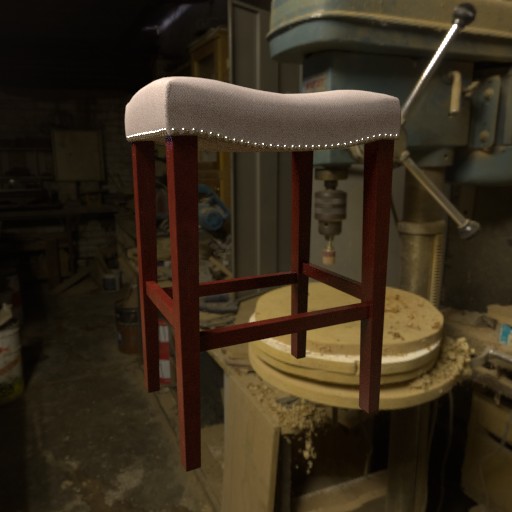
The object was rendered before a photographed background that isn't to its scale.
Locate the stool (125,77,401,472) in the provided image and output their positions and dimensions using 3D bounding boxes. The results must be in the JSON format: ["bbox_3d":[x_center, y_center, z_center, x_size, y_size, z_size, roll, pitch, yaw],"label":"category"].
[{"bbox_3d":[0.000,0.000,1.039,0.504,0.742,0.372,-6,14,-25],"label":"stool"}]
